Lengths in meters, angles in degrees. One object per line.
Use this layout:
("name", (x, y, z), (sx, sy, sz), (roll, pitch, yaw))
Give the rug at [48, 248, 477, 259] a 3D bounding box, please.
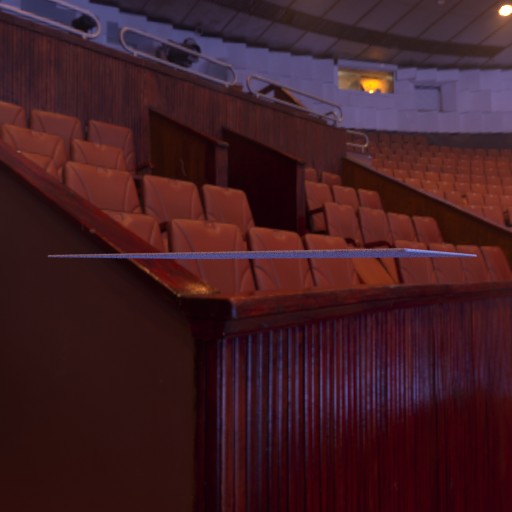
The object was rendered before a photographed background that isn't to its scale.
("rug", (0.000, 0.000, 2.971), (2.444, 0.012, 1.526), (-1, -1, 35))
